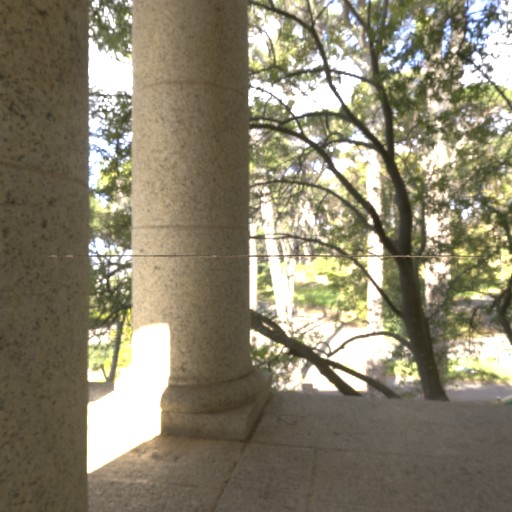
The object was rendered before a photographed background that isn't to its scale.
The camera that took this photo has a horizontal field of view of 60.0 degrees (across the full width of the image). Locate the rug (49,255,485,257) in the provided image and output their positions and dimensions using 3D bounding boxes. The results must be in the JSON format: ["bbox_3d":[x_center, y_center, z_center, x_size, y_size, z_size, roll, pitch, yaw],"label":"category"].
[{"bbox_3d":[0.000,0.000,2.187,1.748,0.010,1.142,0,0,-19],"label":"rug"}]
